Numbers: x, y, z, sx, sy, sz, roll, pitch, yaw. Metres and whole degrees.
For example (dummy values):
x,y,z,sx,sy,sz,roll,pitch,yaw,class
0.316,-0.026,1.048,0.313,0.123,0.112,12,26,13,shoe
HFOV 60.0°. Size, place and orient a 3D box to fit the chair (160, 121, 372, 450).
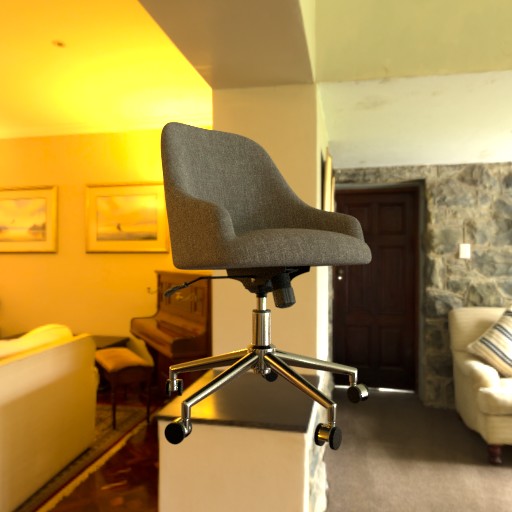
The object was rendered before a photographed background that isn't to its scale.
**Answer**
x,y,z,sx,sy,sz,roll,pitch,yaw,class
0.000,0.000,1.372,0.671,0.950,0.712,0,0,-38,chair
